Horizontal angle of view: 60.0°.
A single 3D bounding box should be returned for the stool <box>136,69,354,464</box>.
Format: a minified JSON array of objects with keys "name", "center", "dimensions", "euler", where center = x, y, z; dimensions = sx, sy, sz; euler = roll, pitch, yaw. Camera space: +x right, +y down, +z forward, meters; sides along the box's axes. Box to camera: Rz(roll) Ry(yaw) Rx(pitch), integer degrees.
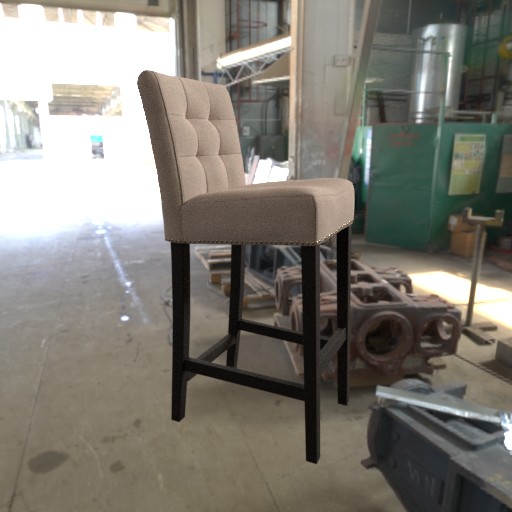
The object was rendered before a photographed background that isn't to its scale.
[{"name":"stool","center":[0.000,0.000,1.359],"dimensions":[0.548,1.047,0.411],"euler":[7,16,25]}]
